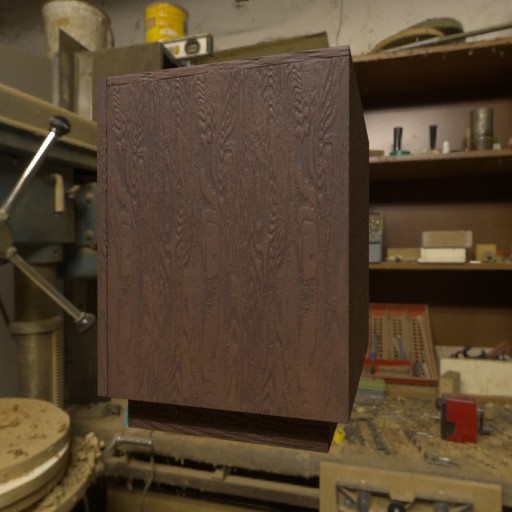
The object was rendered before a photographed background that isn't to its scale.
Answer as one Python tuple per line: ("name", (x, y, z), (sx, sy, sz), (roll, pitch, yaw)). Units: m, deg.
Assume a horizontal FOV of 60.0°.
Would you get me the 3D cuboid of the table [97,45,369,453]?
("table", (0.000, 0.000, 0.940), (0.439, 0.585, 0.560), (0, 1, 17))
